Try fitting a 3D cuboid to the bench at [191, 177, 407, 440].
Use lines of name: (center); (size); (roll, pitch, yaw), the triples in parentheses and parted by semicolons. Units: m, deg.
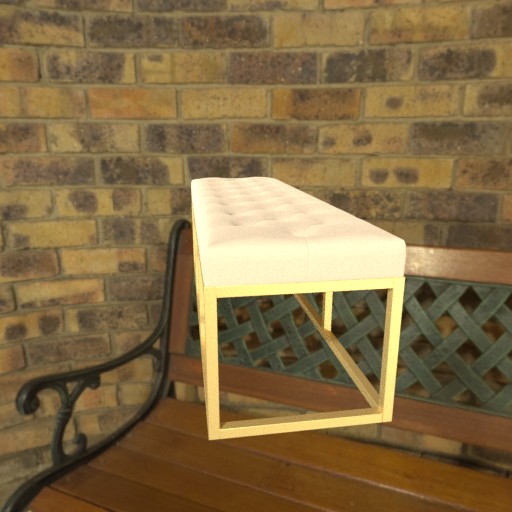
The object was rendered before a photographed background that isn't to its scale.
bench: (0.000, 0.000, 1.711); (0.457, 0.484, 1.473); (-2, 15, -9)
